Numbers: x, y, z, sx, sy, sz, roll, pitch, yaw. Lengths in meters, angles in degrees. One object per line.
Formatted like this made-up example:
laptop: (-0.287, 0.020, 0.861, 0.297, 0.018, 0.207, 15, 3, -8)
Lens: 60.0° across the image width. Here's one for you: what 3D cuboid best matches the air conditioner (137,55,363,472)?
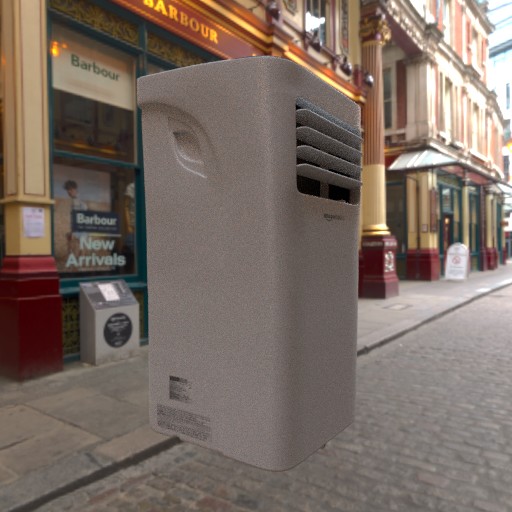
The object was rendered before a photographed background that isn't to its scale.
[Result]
air conditioner: (0.000, 0.000, 0.912, 0.369, 0.716, 0.352, 0, 1, 35)
